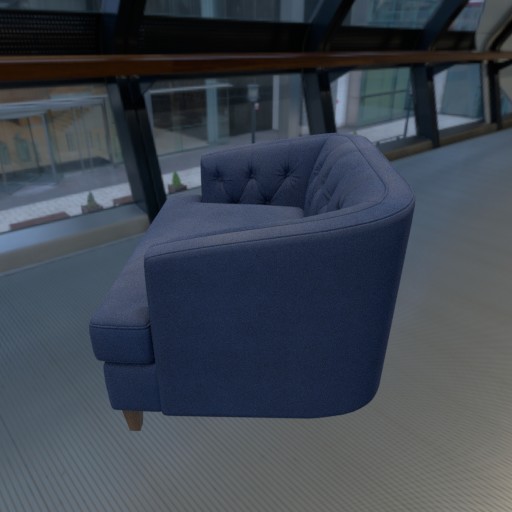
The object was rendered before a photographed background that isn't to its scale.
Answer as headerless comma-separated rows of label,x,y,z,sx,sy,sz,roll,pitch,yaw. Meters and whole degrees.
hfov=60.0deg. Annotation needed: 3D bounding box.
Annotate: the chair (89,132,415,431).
chair,0.000,0.000,1.722,0.914,0.787,1.118,1,27,2
